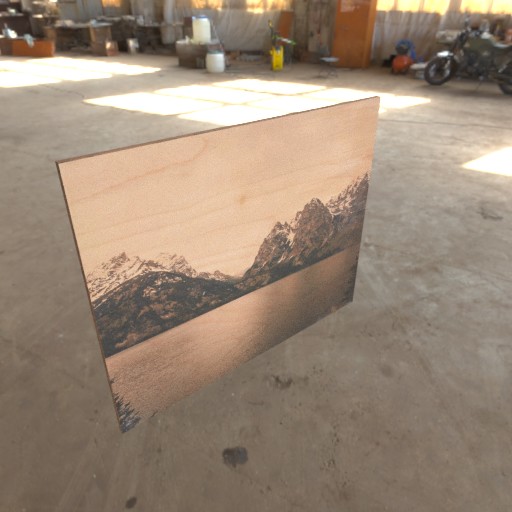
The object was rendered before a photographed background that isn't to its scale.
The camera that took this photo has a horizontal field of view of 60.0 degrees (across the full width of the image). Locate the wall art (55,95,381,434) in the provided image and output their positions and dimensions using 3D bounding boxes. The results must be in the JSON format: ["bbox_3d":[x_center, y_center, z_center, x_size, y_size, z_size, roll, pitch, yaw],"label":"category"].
[{"bbox_3d":[0.000,0.000,0.680,0.508,0.408,0.010,-23,38,-33],"label":"wall art"}]
